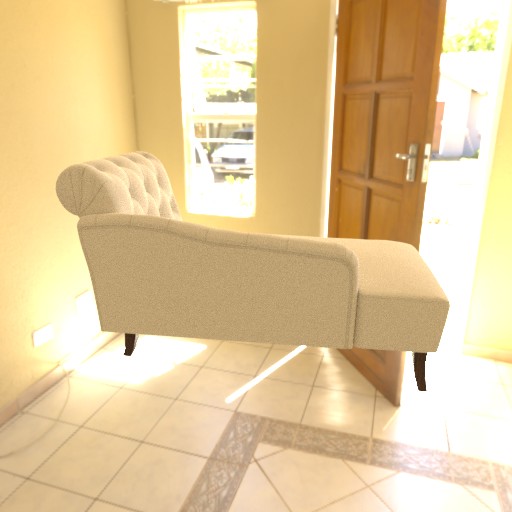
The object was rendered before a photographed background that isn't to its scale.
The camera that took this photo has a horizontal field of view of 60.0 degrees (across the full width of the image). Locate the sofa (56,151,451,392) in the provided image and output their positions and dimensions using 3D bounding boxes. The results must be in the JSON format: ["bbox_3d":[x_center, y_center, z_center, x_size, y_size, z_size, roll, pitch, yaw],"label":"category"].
[{"bbox_3d":[0.000,0.000,1.828,1.379,0.787,0.675,3,18,8],"label":"sofa"}]
